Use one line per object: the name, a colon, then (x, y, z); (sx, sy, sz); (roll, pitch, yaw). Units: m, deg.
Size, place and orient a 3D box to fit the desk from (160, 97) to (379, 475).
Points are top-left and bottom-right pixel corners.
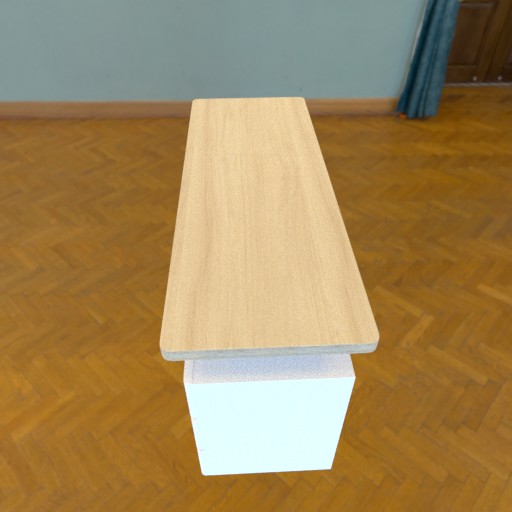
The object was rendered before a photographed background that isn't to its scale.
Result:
desk: (0.000, 0.000, 1.893); (0.550, 0.755, 1.500); (-2, 42, -2)
